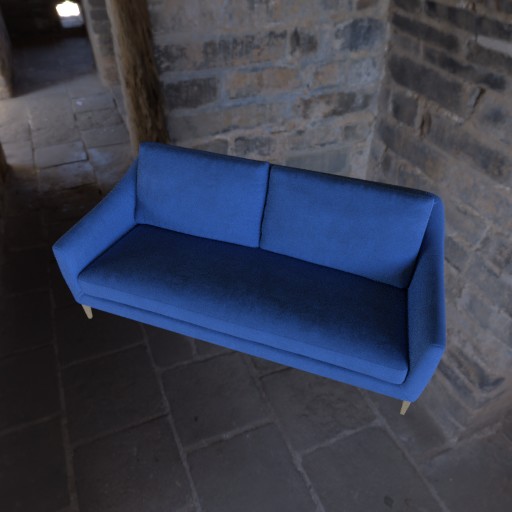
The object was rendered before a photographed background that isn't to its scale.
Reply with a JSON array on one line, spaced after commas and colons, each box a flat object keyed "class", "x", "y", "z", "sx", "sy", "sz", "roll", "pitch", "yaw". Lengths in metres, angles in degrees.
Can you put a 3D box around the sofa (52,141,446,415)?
[{"class": "sofa", "x": 0.000, "y": 0.000, "z": 2.548, "sx": 2.036, "sy": 0.903, "sz": 0.960, "roll": 13, "pitch": 42, "yaw": 15}]
